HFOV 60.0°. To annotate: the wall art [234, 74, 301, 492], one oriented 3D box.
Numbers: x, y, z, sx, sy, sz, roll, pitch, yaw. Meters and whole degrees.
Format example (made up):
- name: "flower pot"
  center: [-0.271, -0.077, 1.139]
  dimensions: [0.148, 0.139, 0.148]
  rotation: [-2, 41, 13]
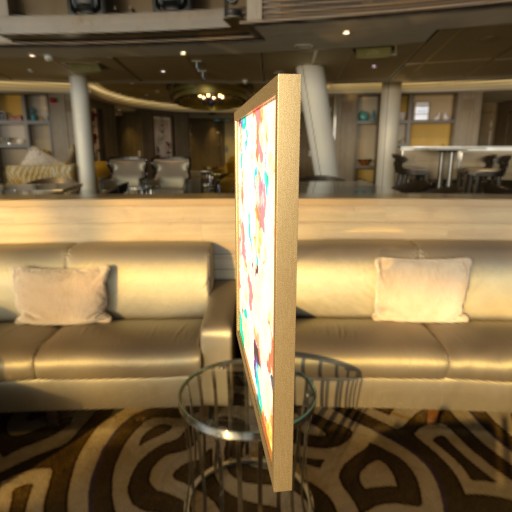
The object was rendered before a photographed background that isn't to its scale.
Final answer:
- name: "wall art"
  center: [0.000, 0.000, 1.148]
  dimensions: [0.036, 0.765, 0.767]
  rotation: [-2, 14, -8]
